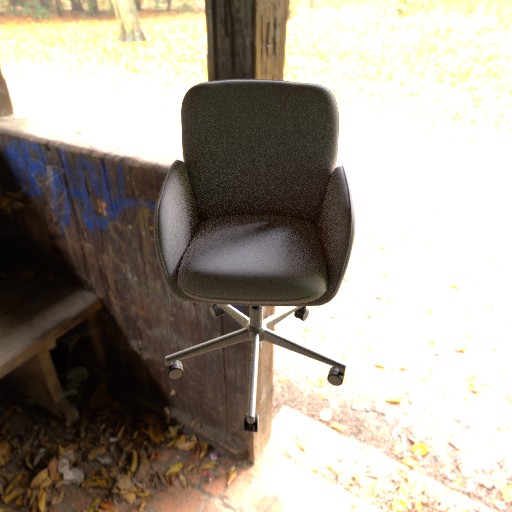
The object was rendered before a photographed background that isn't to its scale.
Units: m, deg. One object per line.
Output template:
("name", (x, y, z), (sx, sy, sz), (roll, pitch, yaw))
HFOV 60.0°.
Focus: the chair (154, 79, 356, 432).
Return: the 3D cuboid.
("chair", (0.000, 0.000, 1.420), (0.648, 0.959, 0.633), (2, 33, 3))
